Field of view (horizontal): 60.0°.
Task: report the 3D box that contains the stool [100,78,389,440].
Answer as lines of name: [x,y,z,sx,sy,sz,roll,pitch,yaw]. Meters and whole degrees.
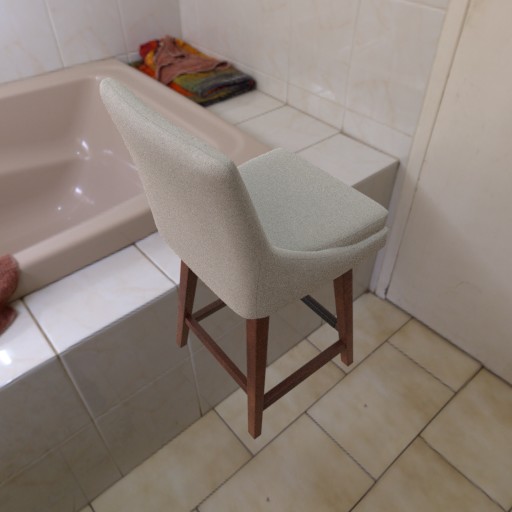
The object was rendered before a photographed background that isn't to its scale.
stool: [0.000,0.000,1.251,0.559,0.991,0.469,-28,50,-27]
